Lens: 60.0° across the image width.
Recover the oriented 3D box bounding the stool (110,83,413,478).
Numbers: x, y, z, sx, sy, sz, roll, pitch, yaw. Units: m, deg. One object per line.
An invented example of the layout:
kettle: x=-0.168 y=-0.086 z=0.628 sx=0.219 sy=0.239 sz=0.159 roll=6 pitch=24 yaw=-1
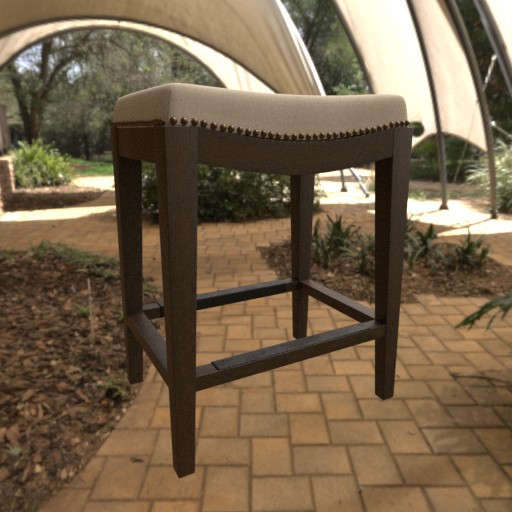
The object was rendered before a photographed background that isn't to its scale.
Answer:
stool: x=0.000 y=0.000 z=0.935 sx=0.500 sy=0.642 sz=0.361 roll=-9 pitch=18 yaw=-28
